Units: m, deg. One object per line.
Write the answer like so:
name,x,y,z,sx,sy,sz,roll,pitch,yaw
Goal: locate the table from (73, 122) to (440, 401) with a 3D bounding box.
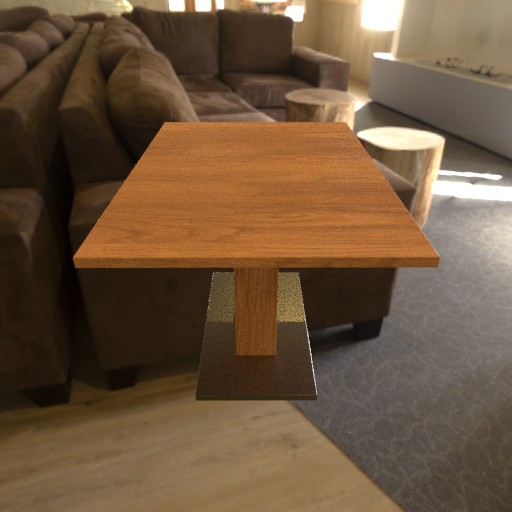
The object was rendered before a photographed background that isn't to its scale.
table,0.000,0.000,1.839,0.900,0.770,1.300,0,31,0
